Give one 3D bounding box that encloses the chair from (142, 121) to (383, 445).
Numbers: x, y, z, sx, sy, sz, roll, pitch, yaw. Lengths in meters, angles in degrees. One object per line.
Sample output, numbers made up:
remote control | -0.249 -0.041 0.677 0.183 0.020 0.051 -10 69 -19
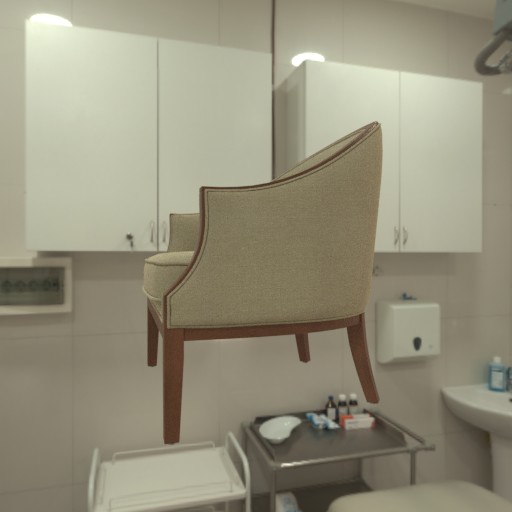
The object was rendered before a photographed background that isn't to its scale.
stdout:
chair | 0.000 0.000 1.485 0.735 0.876 0.803 0 0 -17
